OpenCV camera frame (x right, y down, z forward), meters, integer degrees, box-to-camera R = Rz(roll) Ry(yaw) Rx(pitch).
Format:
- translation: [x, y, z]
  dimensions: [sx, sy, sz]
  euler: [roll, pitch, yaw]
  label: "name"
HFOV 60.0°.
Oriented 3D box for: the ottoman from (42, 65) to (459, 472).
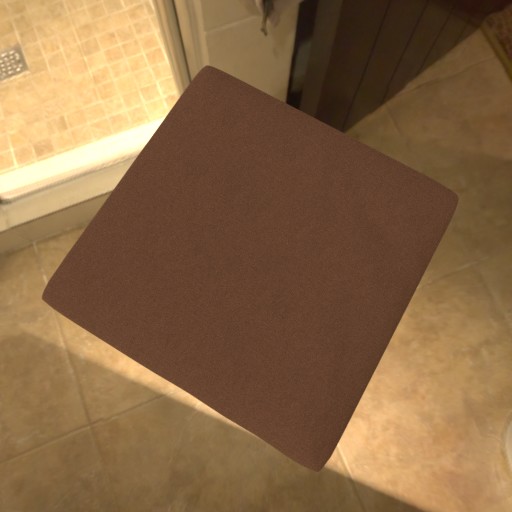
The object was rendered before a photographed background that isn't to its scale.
- translation: [0.000, 0.000, 1.813]
  dimensions: [1.181, 0.470, 1.181]
  euler: [30, 78, 7]
  label: "ottoman"
